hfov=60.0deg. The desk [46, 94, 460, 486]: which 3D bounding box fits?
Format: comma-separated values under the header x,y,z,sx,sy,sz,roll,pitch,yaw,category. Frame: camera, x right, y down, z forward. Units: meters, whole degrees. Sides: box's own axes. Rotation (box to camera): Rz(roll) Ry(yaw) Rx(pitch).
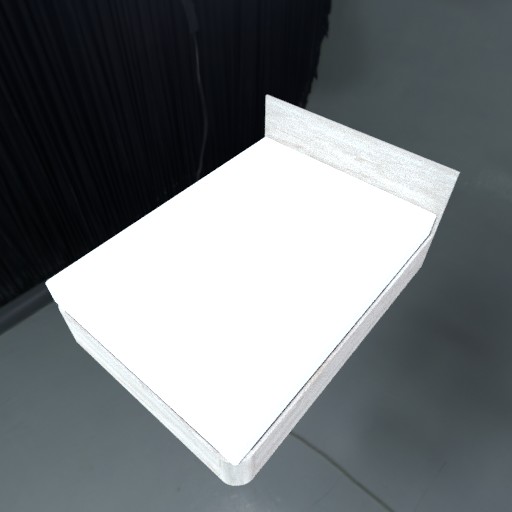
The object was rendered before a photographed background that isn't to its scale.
x,y,z,sx,sy,sz,roll,pitch,yaw,category
0.000,0.000,2.600,1.400,0.800,1.900,32,54,26,desk
